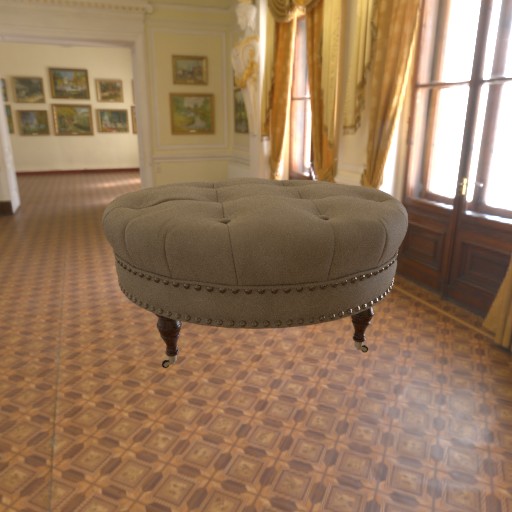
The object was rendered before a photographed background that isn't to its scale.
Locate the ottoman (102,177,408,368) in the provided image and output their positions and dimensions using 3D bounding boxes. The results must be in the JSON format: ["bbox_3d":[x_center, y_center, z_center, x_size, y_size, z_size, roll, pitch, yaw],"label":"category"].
[{"bbox_3d":[0.000,0.000,1.410,0.901,0.439,0.901,0,17,0],"label":"ottoman"}]
